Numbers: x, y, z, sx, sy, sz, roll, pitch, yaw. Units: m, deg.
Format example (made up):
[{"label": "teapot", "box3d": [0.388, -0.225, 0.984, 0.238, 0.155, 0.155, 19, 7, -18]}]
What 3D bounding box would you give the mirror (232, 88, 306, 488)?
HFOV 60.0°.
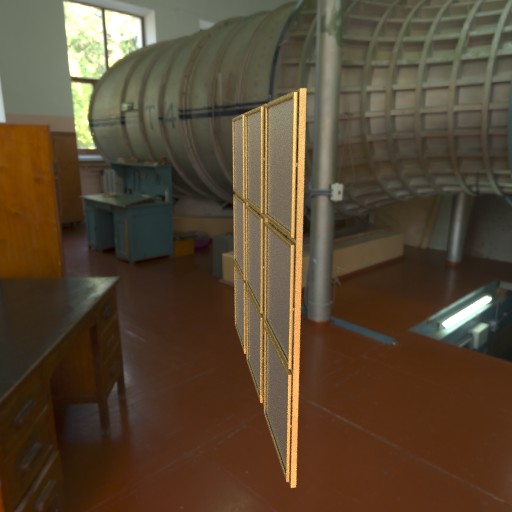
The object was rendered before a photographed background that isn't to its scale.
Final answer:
[{"label": "mirror", "box3d": [0.000, 0.000, 1.462, 0.023, 0.926, 1.011, -2, 14, -10]}]
